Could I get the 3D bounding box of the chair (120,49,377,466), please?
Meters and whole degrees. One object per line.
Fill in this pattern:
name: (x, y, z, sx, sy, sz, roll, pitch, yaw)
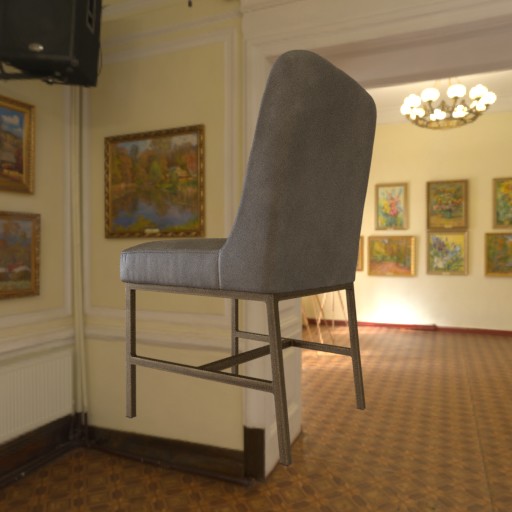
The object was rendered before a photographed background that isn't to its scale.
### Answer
chair: (0.000, 0.000, 1.253, 0.587, 0.889, 0.508, 1, 1, 36)
